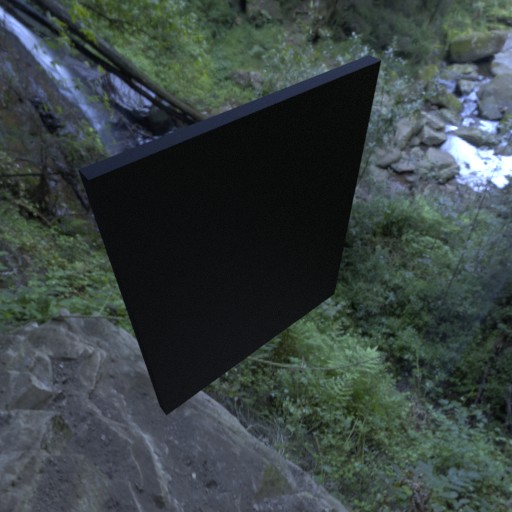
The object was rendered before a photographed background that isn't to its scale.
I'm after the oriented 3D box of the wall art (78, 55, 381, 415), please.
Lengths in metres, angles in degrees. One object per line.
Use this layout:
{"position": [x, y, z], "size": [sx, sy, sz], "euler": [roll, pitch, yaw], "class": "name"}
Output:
{"position": [0.000, 0.000, 0.698], "size": [0.428, 0.505, 0.023], "euler": [-31, 53, -26], "class": "wall art"}
